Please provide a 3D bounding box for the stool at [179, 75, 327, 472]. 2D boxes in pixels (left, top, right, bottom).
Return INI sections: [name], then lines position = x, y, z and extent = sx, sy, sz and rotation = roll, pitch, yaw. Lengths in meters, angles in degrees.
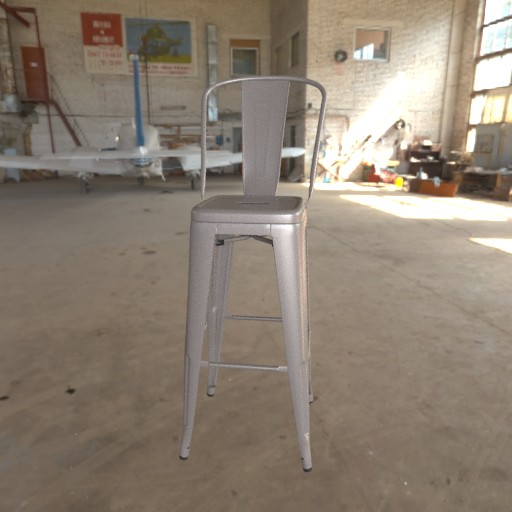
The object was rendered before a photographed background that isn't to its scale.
[stool]
position = 0.000, 0.000, 1.353
extent = 0.399, 1.096, 0.513
rotation = 2, 15, 7
